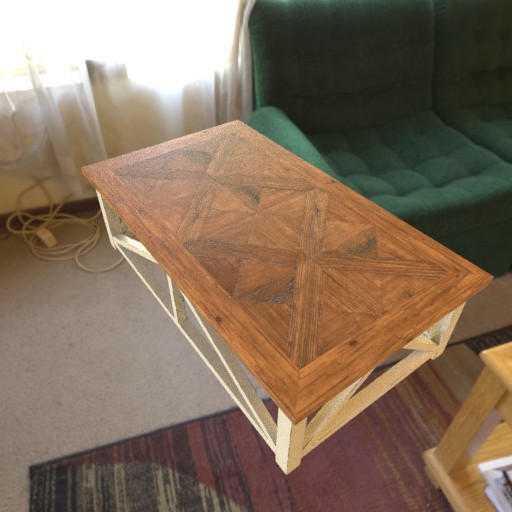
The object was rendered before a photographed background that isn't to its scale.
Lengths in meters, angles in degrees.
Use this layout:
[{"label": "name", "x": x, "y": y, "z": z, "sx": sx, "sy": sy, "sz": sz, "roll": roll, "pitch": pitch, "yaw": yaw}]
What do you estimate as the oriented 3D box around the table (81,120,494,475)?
[{"label": "table", "x": 0.000, "y": 0.000, "z": 1.752, "sx": 0.800, "sy": 0.410, "sz": 1.400, "roll": -26, "pitch": 47, "yaw": -26}]
